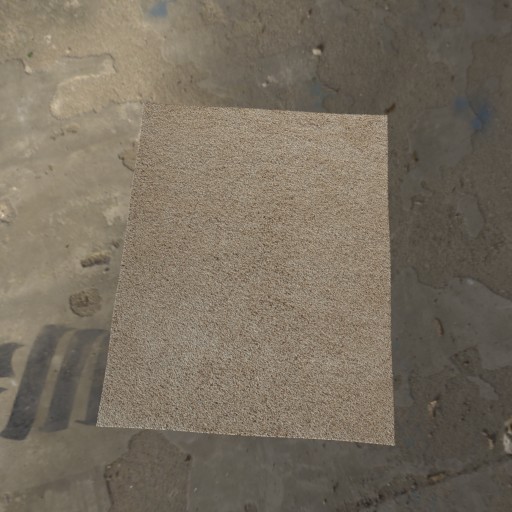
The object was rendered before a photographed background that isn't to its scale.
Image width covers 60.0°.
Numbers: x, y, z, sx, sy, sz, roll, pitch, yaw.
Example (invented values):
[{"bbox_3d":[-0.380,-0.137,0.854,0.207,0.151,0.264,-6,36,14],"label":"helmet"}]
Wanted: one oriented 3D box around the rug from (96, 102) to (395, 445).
[{"bbox_3d":[0.000,0.000,3.962,2.400,0.025,3.000,3,75,1],"label":"rug"}]
